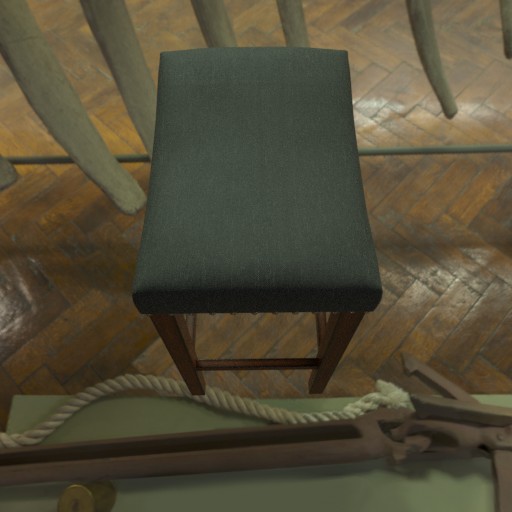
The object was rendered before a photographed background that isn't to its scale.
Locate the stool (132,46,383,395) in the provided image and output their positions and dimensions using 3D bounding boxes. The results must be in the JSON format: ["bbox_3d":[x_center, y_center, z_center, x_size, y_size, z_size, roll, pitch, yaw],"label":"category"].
[{"bbox_3d":[0.000,0.000,1.016,0.366,0.760,0.502,-1,64,0],"label":"stool"}]
